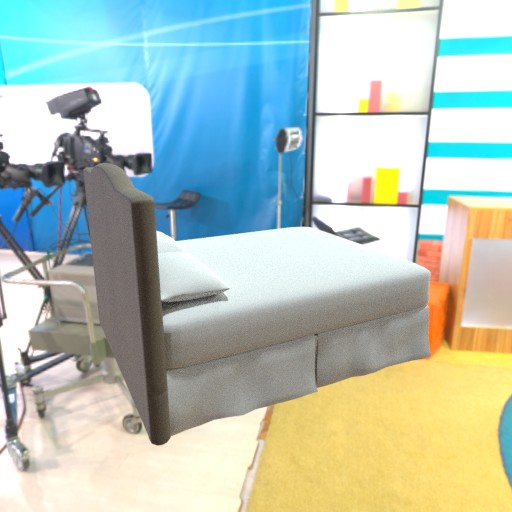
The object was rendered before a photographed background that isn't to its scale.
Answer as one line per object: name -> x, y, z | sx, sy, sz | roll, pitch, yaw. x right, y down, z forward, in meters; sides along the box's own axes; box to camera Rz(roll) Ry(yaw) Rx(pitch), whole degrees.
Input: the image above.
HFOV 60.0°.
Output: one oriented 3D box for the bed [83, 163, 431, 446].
bed -> 0.000, 0.000, 3.333 | 2.128, 1.441, 1.744 | -8, 18, -26
